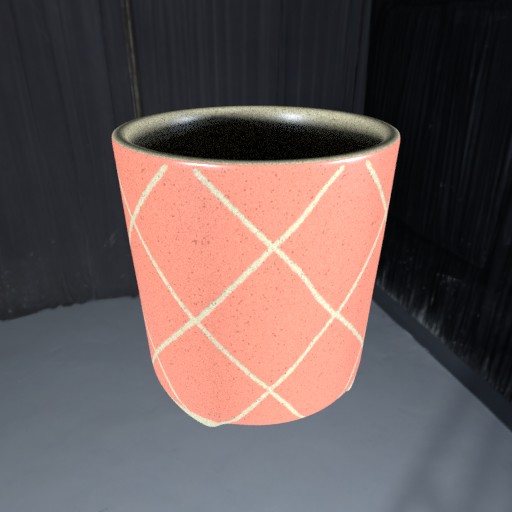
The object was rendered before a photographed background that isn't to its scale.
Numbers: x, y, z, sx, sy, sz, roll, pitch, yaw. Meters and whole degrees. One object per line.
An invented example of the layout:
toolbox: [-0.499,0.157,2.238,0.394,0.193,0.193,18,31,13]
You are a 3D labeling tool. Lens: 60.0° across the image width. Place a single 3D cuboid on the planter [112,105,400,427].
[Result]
planter: [0.000,0.000,0.349,0.191,0.200,0.191,0,27,0]
